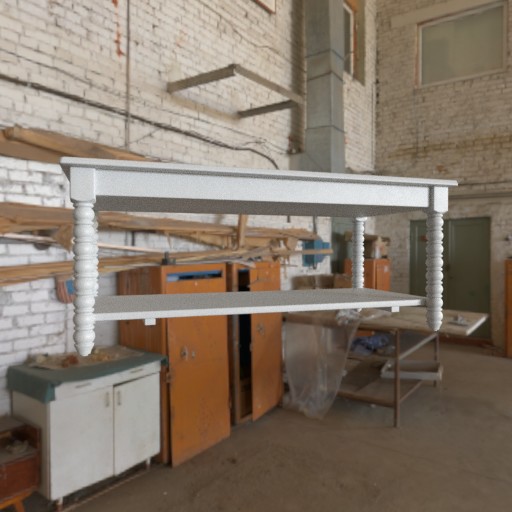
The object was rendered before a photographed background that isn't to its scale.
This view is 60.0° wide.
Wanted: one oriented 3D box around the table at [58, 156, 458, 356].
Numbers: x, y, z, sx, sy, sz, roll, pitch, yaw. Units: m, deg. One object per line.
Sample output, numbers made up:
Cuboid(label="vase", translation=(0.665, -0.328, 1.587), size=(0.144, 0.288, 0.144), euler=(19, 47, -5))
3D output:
Cuboid(label="table", translation=(0.000, 0.000, 1.501), size=(1.171, 0.487, 0.580), euler=(0, 1, -19))
